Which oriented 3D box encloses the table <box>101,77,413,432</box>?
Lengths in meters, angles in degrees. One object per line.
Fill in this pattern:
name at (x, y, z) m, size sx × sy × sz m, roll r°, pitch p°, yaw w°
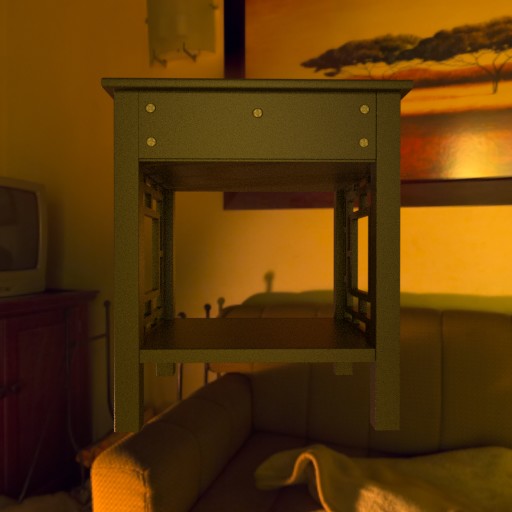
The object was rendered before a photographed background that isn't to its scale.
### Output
table at (0.000, 0.000, 1.027) m, size 0.564 × 0.646 × 0.451 m, roll 0°, pitch 0°, yaw -1°
